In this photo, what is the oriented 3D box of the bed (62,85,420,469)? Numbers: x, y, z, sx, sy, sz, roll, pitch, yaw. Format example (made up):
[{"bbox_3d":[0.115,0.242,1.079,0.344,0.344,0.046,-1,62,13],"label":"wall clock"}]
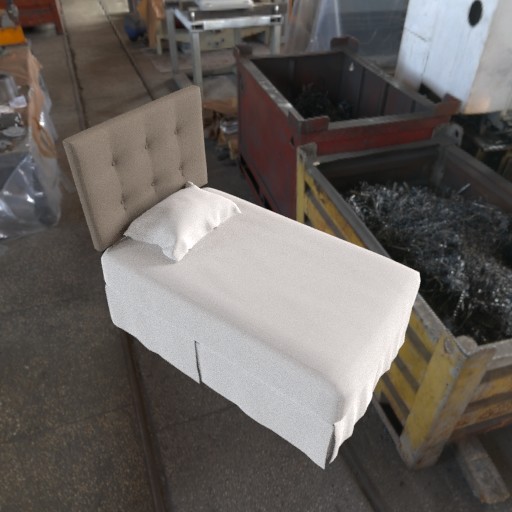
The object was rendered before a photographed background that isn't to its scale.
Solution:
[{"bbox_3d":[0.000,0.000,2.978,1.997,1.571,1.261,25,46,26],"label":"bed"}]
